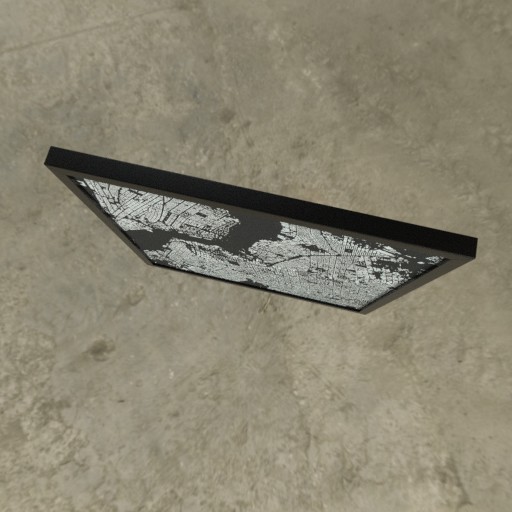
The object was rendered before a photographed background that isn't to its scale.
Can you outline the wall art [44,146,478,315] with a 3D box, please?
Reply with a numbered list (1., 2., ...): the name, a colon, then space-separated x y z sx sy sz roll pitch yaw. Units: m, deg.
1. wall art: 0.000 0.000 1.125 0.755 0.761 0.038 13 76 3
